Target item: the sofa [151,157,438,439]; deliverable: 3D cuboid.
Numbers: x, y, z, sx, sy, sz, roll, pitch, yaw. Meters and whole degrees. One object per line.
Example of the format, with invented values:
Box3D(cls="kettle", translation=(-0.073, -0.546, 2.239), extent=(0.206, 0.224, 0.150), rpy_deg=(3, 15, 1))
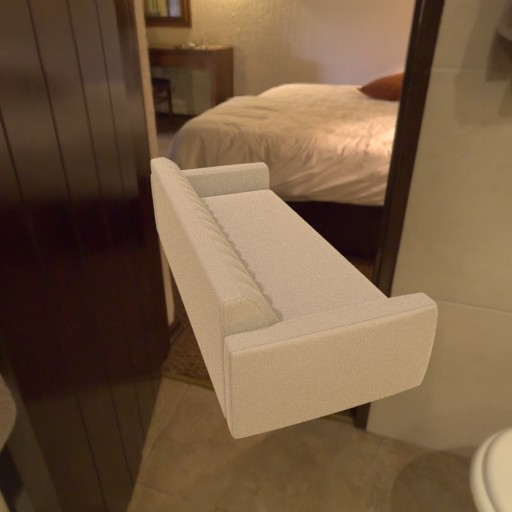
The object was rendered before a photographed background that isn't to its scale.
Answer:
Box3D(cls="sofa", translation=(0.000, 0.000, 2.827), extent=(0.990, 0.821, 2.291), rpy_deg=(-10, 30, -17))
